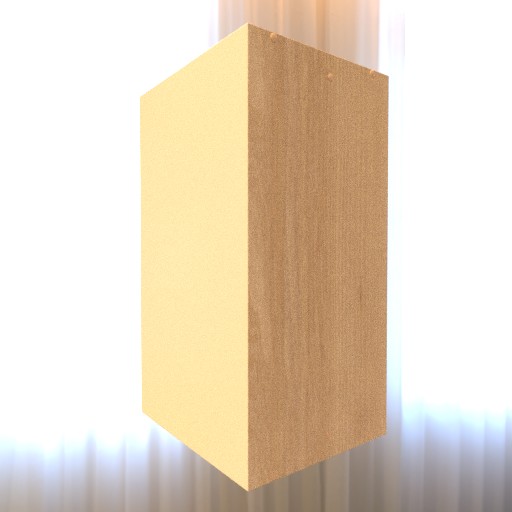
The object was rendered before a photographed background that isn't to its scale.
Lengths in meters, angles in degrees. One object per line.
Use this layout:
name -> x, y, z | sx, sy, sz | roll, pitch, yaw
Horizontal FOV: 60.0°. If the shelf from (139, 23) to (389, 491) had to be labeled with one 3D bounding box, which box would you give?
shelf -> 0.000, 0.000, 0.792 | 0.290, 0.600, 0.350 | -1, 2, -37
